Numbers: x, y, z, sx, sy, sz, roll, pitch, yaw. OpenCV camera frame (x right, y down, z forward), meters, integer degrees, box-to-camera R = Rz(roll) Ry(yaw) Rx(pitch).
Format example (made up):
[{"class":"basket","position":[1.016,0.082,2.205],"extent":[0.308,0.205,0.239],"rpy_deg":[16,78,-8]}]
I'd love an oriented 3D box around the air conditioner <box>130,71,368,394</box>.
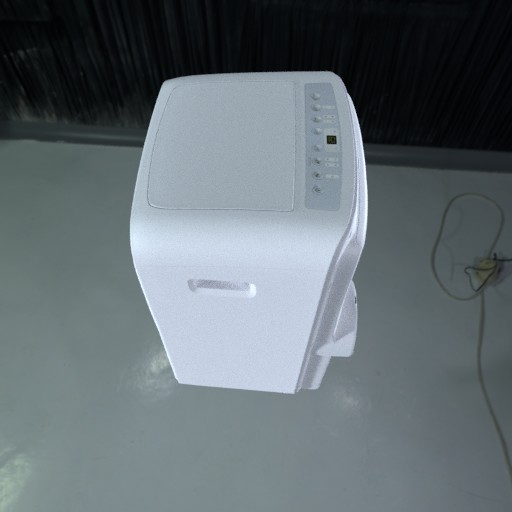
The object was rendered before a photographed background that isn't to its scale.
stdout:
[{"class":"air conditioner","position":[0.000,0.000,1.070],"extent":[0.467,0.765,0.478],"rpy_deg":[2,59,1]}]
